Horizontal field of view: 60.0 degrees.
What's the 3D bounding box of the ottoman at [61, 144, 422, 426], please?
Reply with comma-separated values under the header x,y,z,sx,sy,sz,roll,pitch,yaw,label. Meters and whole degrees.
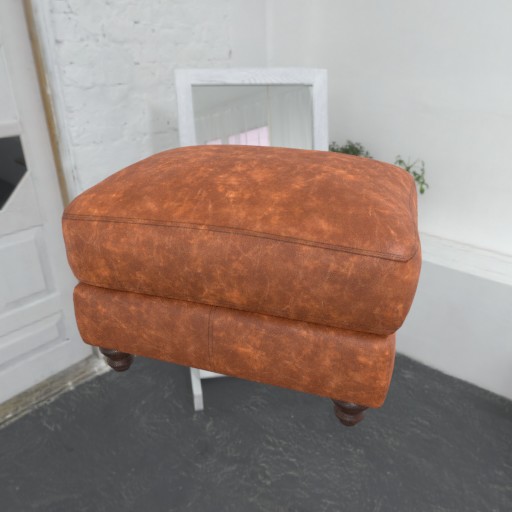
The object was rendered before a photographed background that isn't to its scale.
x,y,z,sx,sy,sz,roll,pitch,yaw,label
0.000,0.000,1.251,0.832,0.562,0.657,8,27,16,ottoman
